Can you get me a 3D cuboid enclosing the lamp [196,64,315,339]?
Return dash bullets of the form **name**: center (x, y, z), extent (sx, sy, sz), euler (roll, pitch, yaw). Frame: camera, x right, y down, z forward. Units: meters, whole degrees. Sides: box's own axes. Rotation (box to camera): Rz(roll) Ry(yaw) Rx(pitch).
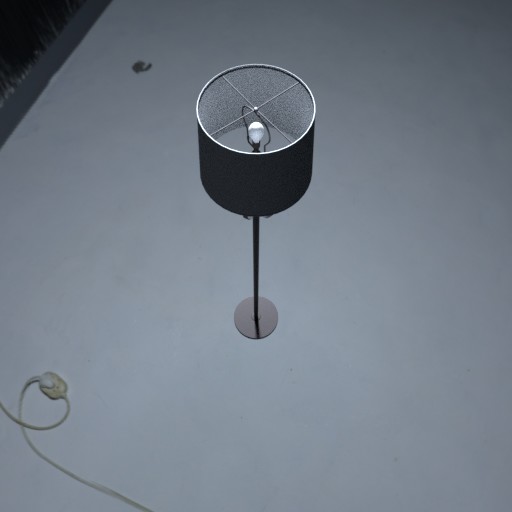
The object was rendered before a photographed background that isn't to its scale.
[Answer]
- **lamp**: center (0.000, 0.000, 1.597), extent (0.286, 1.462, 0.286), euler (19, 66, 9)
